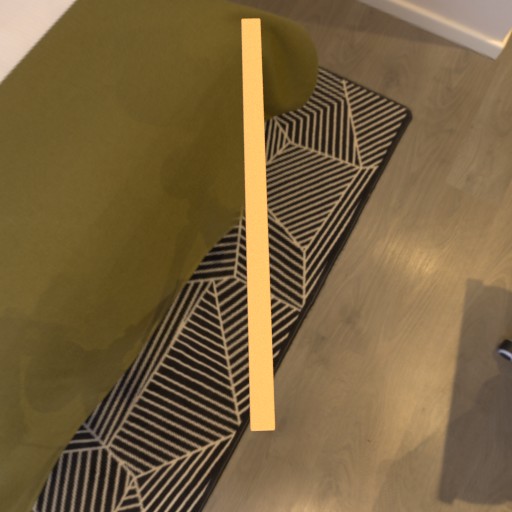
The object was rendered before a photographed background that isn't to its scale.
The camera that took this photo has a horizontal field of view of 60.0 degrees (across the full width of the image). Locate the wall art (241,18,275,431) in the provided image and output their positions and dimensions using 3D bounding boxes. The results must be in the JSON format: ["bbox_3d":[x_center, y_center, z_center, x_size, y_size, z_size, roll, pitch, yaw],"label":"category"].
[{"bbox_3d":[0.000,0.000,1.139,0.037,0.761,0.761,-1,74,0],"label":"wall art"}]
